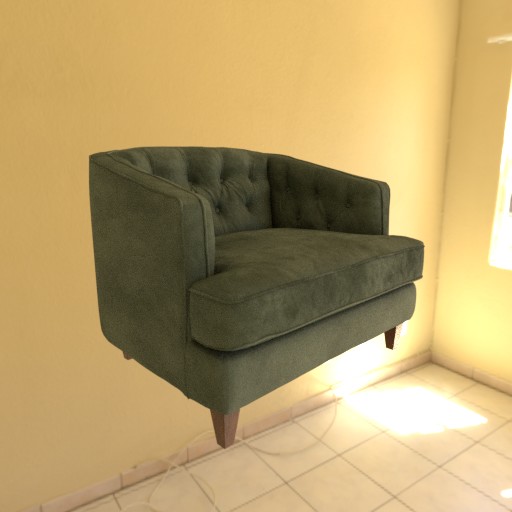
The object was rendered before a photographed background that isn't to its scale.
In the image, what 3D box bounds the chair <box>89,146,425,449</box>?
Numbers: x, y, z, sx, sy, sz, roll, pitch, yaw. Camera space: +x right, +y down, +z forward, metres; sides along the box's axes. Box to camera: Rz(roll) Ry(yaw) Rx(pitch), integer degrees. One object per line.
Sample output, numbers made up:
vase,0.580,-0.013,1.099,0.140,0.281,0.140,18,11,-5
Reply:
chair,0.000,0.000,1.751,1.104,0.852,0.941,-12,17,-43
